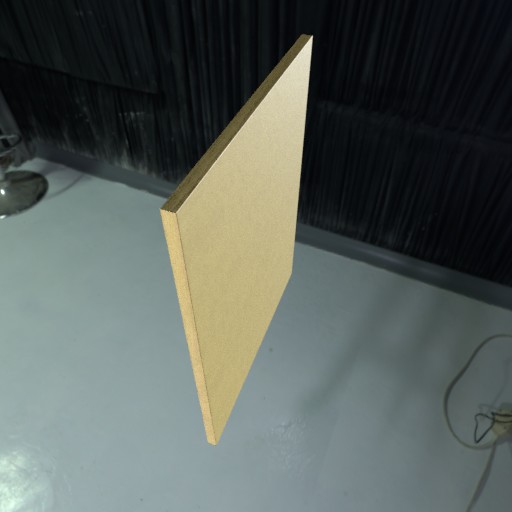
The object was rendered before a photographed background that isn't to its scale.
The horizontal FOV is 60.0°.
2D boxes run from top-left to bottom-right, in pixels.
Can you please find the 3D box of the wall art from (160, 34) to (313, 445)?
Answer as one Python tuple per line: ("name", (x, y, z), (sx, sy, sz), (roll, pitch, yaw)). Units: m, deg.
("wall art", (0.000, 0.000, 1.341), (0.030, 1.002, 0.798), (16, 49, 14))
